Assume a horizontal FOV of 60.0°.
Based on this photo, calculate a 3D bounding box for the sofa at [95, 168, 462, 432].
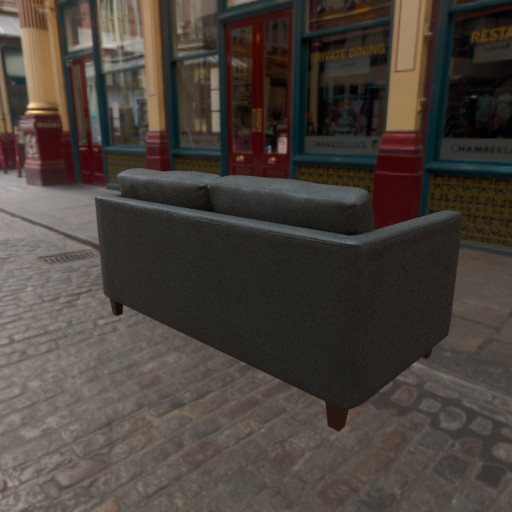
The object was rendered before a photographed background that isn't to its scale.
[{"bbox_3d":[0.000,0.000,2.474,1.883,0.933,0.951,14,20,42],"label":"sofa"}]
